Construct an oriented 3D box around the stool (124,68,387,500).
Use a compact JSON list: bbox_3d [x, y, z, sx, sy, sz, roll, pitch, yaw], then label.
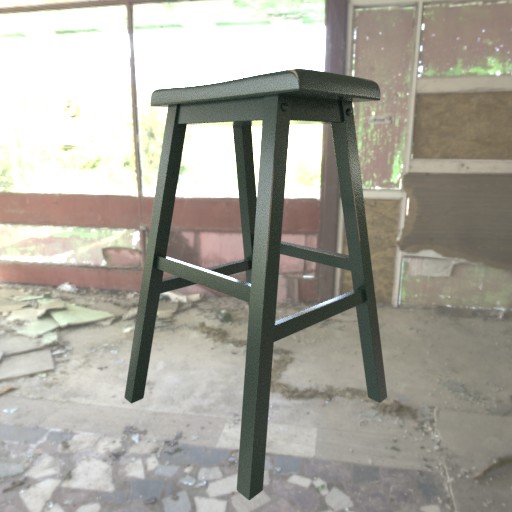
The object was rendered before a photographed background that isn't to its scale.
[{"bbox_3d":[0.000,0.000,1.021,0.476,0.737,0.457,-14,20,-42],"label":"stool"}]
